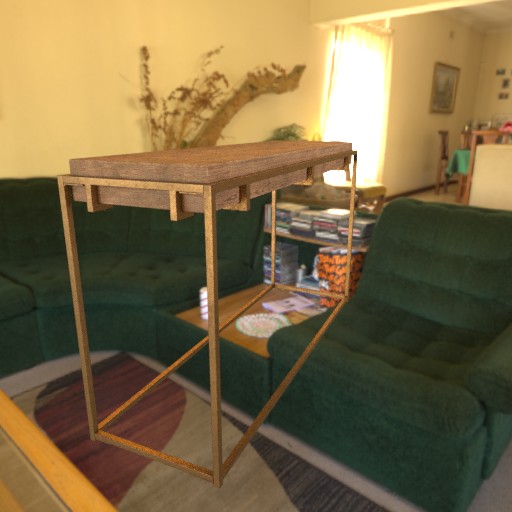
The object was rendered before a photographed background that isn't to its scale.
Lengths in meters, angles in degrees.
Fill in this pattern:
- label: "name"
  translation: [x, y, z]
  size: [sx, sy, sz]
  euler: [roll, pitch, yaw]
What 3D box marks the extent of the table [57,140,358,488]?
- label: "table"
  translation: [0.000, 0.000, 1.725]
  size: [0.440, 0.820, 1.400]
  euler: [8, 18, 24]
